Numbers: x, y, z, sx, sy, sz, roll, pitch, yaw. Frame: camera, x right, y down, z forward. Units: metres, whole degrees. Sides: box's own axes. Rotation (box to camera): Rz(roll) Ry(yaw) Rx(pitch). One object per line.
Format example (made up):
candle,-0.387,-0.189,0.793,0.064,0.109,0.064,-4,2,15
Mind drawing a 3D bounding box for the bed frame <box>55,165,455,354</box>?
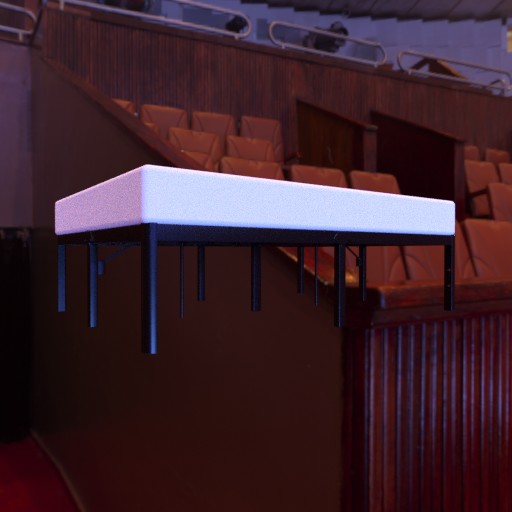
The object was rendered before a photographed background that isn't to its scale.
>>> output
bed frame,0.000,0.000,2.653,1.956,0.659,1.408,0,1,-36
